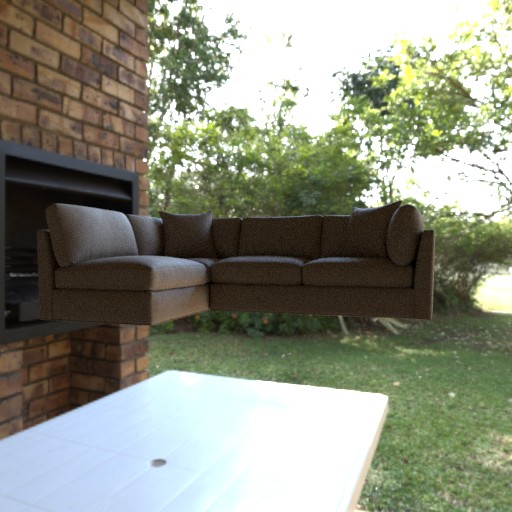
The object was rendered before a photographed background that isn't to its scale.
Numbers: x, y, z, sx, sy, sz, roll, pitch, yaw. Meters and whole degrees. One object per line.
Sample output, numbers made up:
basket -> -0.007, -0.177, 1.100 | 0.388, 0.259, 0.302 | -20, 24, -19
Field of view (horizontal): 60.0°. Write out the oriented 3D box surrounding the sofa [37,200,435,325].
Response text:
sofa -> 0.000, 0.000, 3.860 | 2.896, 0.978, 1.994 | 0, 0, 19
